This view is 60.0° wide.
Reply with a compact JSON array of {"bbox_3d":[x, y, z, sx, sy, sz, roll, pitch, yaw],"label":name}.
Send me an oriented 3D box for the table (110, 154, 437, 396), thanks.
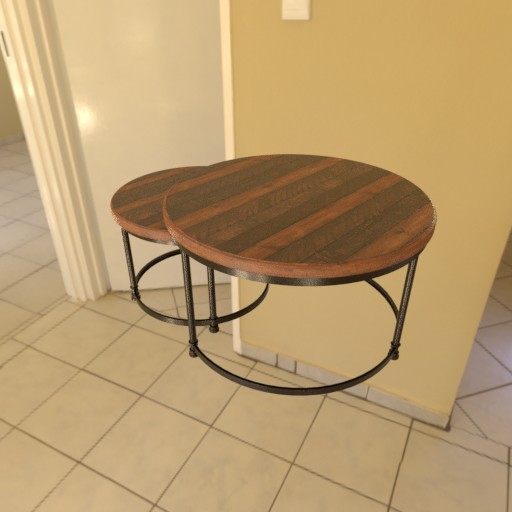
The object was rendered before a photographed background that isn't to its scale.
[{"bbox_3d":[0.000,0.000,1.623,1.152,0.516,0.870,9,32,15],"label":"table"}]
